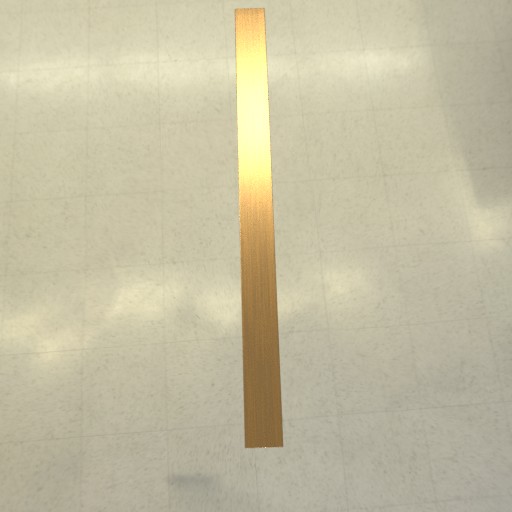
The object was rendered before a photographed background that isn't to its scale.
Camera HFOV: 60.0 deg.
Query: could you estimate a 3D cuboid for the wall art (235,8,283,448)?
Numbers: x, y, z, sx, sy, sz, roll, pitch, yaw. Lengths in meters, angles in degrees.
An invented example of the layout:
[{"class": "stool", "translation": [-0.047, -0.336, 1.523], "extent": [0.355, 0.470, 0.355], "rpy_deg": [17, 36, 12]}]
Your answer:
[{"class": "wall art", "translation": [0.000, 0.000, 0.731], "extent": [0.037, 0.505, 0.505], "rpy_deg": [-2, 76, 0]}]
